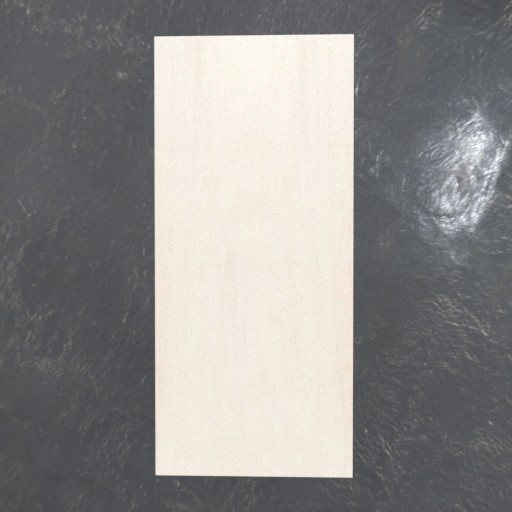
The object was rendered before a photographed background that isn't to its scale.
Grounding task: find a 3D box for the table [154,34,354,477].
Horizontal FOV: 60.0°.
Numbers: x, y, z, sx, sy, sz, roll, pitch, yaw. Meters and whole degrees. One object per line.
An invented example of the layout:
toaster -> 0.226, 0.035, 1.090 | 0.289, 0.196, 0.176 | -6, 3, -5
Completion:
table -> 0.000, 0.000, 1.261 | 0.457, 0.483, 1.016 | 0, 91, 1
